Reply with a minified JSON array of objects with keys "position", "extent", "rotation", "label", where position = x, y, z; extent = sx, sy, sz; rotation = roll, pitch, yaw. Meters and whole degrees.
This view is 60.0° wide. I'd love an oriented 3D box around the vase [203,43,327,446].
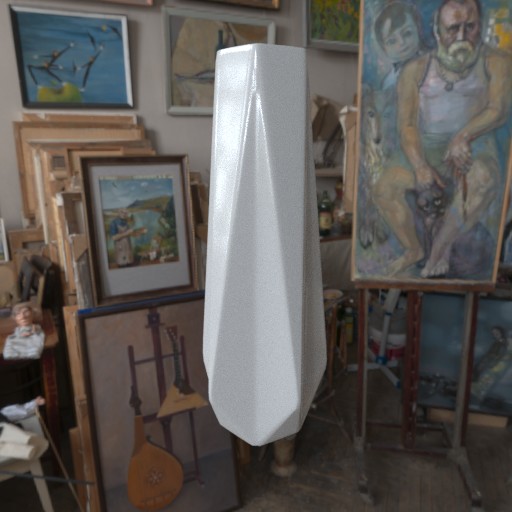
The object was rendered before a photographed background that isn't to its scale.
[{"position":[0.000,0.000,0.389],"extent":[0.116,0.329,0.122],"rotation":[7,17,25],"label":"vase"}]
